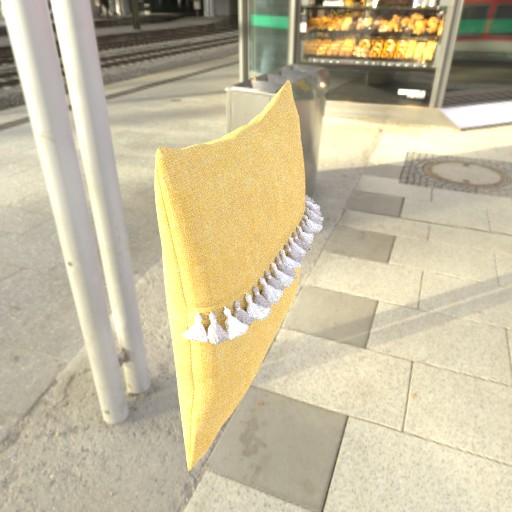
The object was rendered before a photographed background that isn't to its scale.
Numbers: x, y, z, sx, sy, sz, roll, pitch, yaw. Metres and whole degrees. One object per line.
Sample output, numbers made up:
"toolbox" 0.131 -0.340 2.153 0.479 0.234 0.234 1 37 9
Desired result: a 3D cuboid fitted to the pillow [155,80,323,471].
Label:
"pillow" 0.000 0.000 0.725 0.167 0.481 0.485 10 31 17
